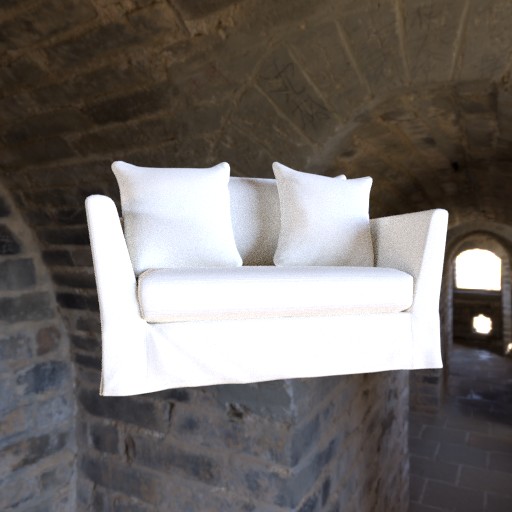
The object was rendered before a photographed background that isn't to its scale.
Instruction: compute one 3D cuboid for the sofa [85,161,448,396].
[{"bbox_3d":[0.000,0.000,2.309,1.608,1.039,1.026,0,0,-18],"label":"sofa"}]
